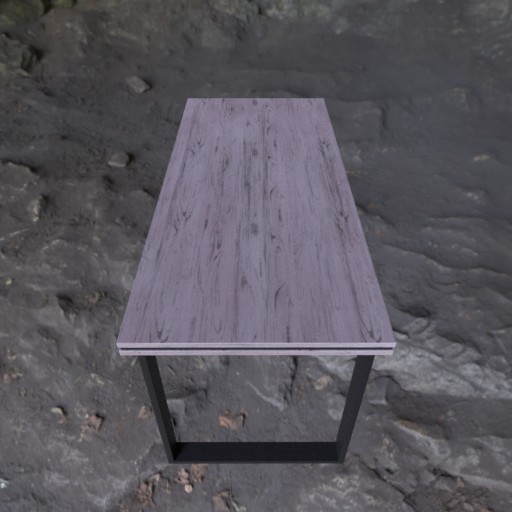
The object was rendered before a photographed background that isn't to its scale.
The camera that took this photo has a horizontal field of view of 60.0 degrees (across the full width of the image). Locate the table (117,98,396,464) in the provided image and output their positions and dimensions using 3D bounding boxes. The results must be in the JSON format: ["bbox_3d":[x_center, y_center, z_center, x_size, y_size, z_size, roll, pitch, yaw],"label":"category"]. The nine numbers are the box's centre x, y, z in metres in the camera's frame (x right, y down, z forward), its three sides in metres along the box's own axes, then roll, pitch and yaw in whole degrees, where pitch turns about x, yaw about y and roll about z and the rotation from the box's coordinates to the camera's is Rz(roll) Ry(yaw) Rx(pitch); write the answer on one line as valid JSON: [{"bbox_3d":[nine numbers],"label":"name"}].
[{"bbox_3d":[0.000,0.000,2.222,0.795,0.899,1.778,0,41,0],"label":"table"}]
